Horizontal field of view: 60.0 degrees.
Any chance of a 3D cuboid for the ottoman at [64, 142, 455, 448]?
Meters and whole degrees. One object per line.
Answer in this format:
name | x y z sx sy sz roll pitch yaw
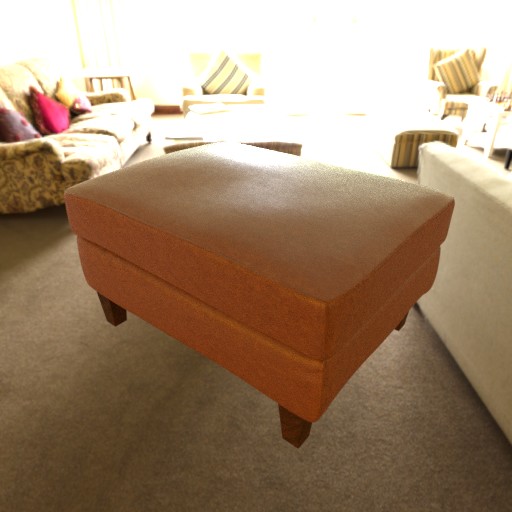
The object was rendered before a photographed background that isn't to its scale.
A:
ottoman | 0.000 0.000 1.256 0.851 0.485 0.650 22 36 33
